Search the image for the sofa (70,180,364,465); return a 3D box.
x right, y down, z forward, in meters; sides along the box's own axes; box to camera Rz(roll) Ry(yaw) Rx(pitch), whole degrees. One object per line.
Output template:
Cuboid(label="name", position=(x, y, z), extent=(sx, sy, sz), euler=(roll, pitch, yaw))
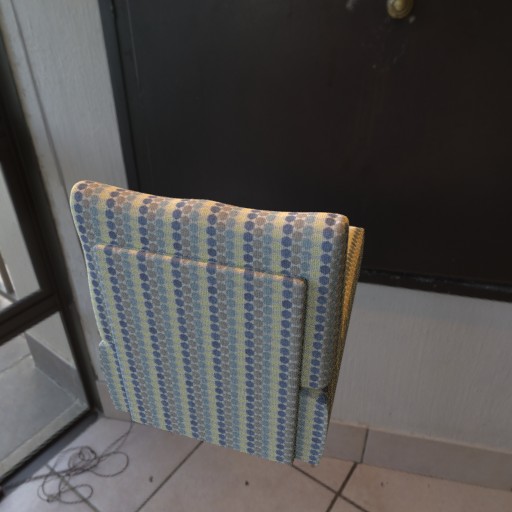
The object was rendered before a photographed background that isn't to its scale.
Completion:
Cuboid(label="sofa", position=(0.000, 0.000, 1.564), extent=(0.700, 0.820, 1.000), euler=(9, 33, 15))
